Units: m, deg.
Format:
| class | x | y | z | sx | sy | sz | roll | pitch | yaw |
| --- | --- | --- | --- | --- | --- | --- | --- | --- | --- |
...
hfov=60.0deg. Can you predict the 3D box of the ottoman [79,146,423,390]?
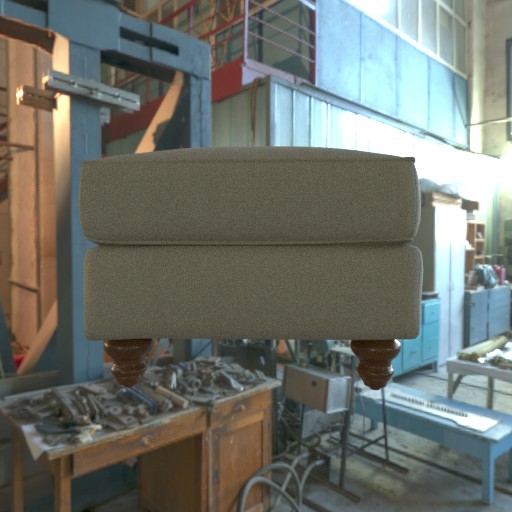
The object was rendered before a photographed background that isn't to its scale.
| class | x | y | z | sx | sy | sz | roll | pitch | yaw |
| --- | --- | --- | --- | --- | --- | --- | --- | --- | --- |
| ottoman | 0.000 | 0.000 | 1.147 | 0.662 | 0.505 | 0.716 | 0 | 2 | 2 |
